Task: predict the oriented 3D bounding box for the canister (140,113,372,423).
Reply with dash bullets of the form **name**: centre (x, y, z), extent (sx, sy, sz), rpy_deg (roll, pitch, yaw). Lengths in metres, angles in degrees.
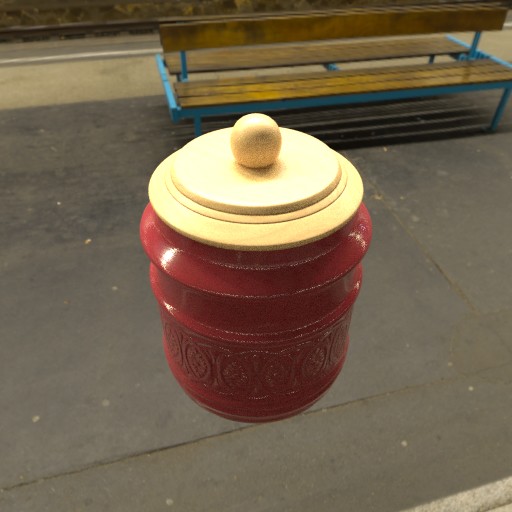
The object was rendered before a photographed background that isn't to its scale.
- **canister**: centre (0.000, 0.000, 0.271), extent (0.130, 0.176, 0.130), rpy_deg (0, 40, 0)
